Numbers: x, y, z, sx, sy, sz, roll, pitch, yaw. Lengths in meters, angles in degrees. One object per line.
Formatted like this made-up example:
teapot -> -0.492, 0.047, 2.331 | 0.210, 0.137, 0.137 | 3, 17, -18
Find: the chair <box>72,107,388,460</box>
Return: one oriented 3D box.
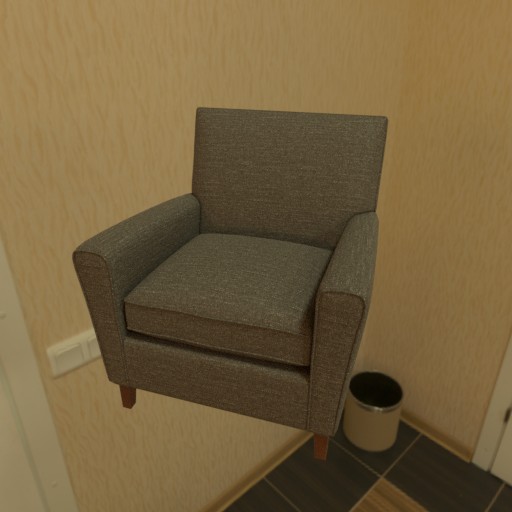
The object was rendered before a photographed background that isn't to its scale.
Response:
chair -> 0.000, 0.000, 1.587 | 0.838, 0.885, 0.875 | 8, 28, 16
